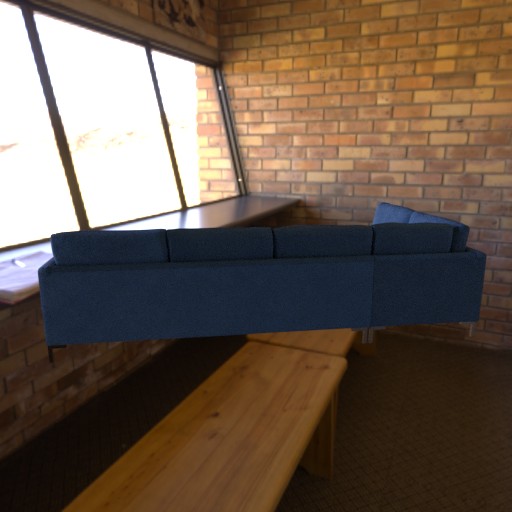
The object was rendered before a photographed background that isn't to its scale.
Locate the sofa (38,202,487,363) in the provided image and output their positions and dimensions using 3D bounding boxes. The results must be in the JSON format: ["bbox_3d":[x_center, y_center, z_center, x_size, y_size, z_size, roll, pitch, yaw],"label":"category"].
[{"bbox_3d":[0.000,0.000,3.807,2.949,0.815,2.007,-2,14,-8],"label":"sofa"}]
